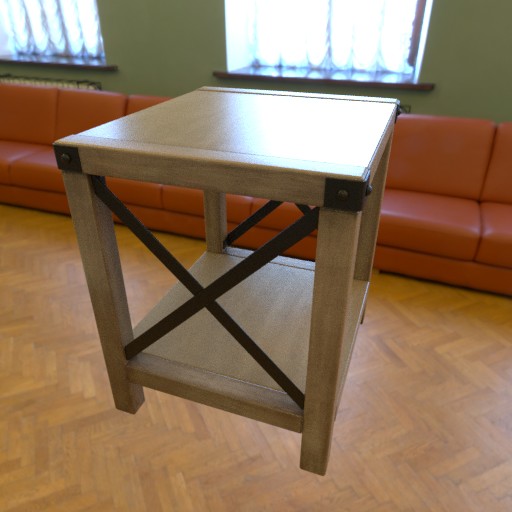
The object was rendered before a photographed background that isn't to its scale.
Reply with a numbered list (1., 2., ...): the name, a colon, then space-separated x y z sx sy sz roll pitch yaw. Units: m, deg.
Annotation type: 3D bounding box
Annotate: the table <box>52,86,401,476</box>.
1. table: 0.000 0.000 0.910 0.459 0.561 0.510 10 32 17
